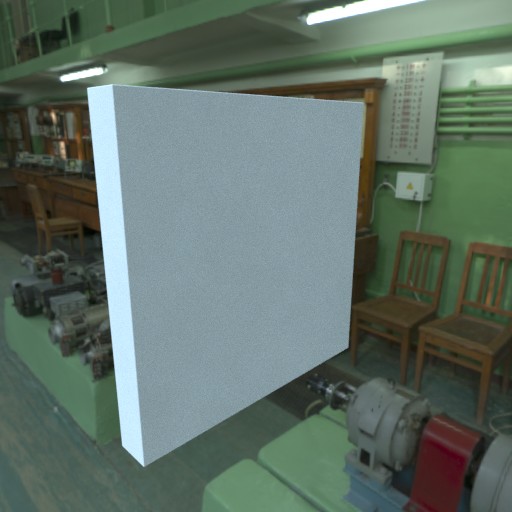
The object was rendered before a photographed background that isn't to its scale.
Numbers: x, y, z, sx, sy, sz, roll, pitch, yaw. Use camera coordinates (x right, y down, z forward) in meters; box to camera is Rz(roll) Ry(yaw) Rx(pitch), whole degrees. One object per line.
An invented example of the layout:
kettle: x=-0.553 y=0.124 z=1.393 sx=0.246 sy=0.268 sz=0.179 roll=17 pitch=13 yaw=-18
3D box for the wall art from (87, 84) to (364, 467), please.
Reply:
wall art: x=0.000 y=0.000 z=0.451 sx=0.305 sy=0.305 sz=0.038 roll=-15 pitch=22 yaw=-43
